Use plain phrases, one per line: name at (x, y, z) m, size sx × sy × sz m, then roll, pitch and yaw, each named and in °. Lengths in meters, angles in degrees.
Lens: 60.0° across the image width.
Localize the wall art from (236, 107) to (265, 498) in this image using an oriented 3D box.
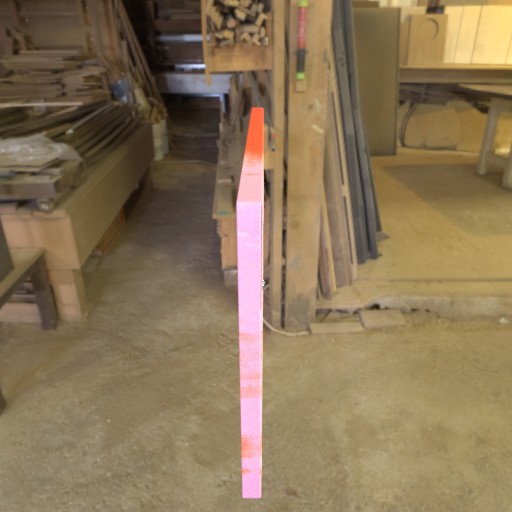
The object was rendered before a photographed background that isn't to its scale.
wall art at (0.000, 0.000, 1.139) m, size 0.040 × 0.609 × 0.913 m, roll 0°, pitch 26°, yaw 1°
